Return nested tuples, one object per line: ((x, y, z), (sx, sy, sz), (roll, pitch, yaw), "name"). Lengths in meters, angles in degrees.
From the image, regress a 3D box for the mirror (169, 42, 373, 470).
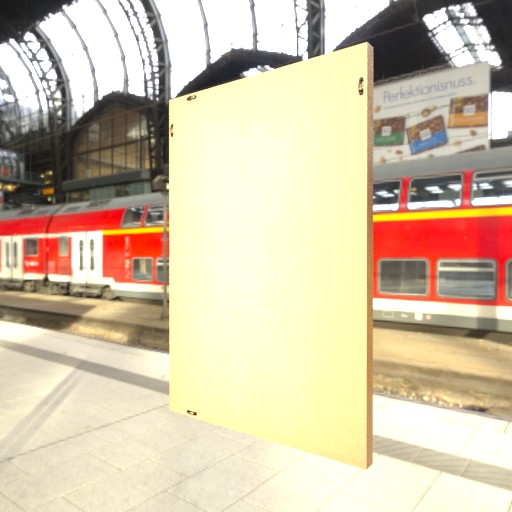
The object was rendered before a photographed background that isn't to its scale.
((0.000, 0.000, 1.139), (0.609, 0.915, 0.040), (0, 0, 36), "mirror")
